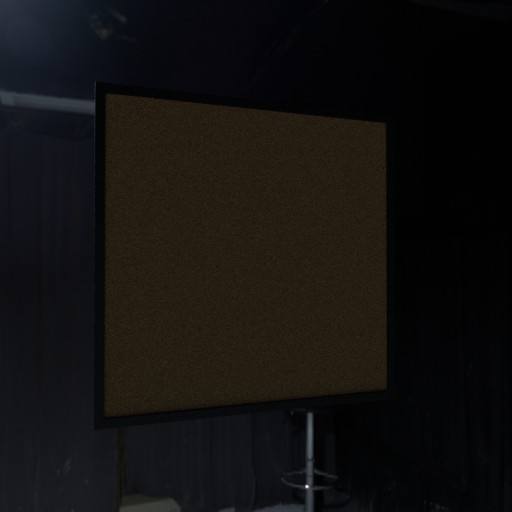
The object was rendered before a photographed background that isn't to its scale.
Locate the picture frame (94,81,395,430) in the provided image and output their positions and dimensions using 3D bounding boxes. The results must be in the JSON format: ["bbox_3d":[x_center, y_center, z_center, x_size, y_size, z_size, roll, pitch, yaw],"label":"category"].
[{"bbox_3d":[0.000,0.000,0.464,0.317,0.317,0.030,0,-1,-17],"label":"picture frame"}]
